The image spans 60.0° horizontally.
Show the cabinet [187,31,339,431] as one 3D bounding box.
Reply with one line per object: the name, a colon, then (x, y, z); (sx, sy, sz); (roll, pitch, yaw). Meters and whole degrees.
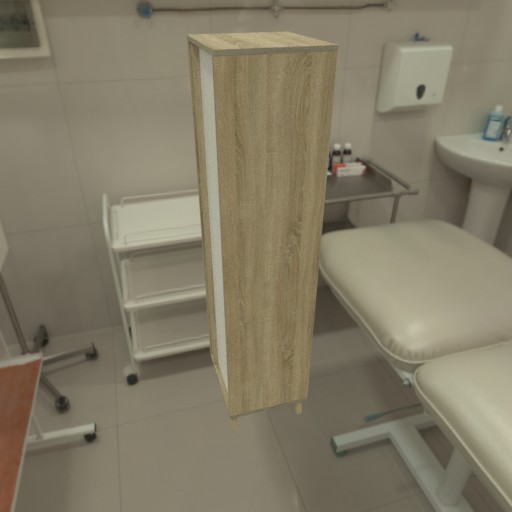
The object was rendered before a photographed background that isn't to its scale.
cabinet: (0.000, 0.000, 2.221); (0.450, 1.960, 0.510); (-9, 33, -14)
